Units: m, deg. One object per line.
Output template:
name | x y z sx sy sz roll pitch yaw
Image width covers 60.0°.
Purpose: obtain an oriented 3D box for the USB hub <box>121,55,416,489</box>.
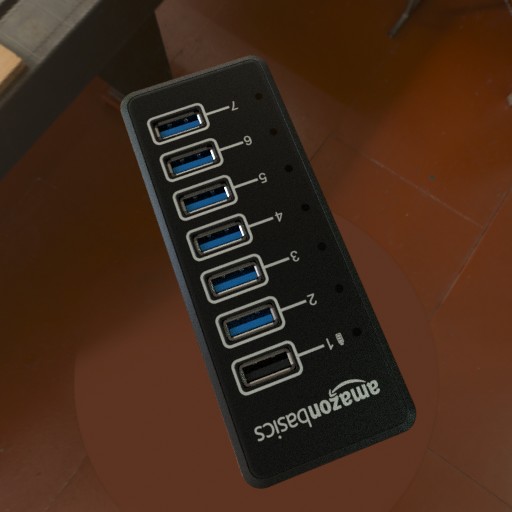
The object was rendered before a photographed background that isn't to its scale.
USB hub | 0.000 0.000 0.126 0.044 0.023 0.110 -20 77 -5
